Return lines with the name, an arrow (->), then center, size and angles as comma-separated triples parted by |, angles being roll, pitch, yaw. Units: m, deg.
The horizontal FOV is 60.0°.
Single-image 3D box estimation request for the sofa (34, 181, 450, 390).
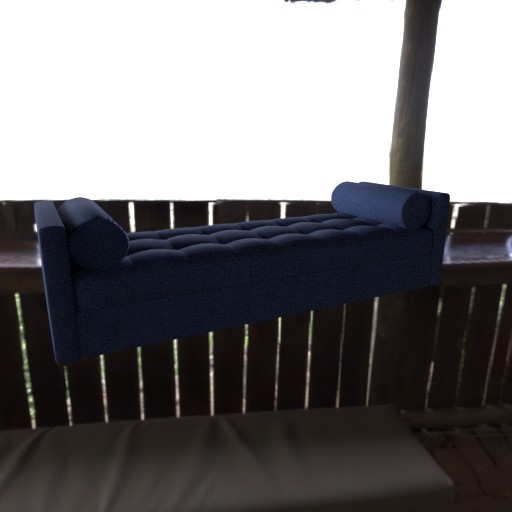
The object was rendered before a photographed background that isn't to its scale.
sofa -> 0.000, 0.000, 2.283 | 1.981, 0.635, 0.686 | -8, 17, -26
